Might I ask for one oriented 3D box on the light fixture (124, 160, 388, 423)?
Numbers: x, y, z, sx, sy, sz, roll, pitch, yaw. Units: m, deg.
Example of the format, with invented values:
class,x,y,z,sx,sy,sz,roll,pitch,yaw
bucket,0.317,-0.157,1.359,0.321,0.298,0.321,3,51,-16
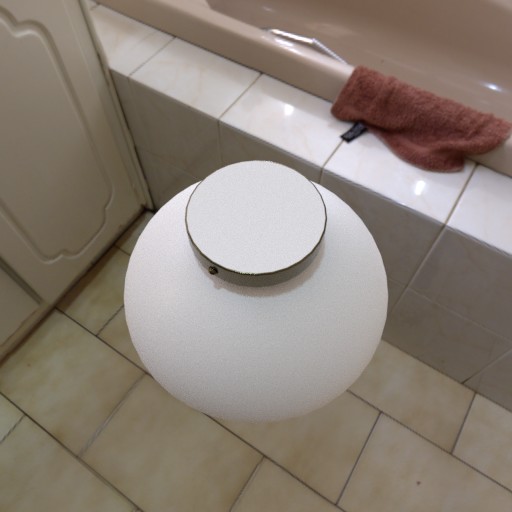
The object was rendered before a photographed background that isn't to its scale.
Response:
class,x,y,z,sx,sy,sz,roll,pitch,yaw
light fixture,0.000,0.000,0.539,0.355,0.177,0.355,0,59,0
